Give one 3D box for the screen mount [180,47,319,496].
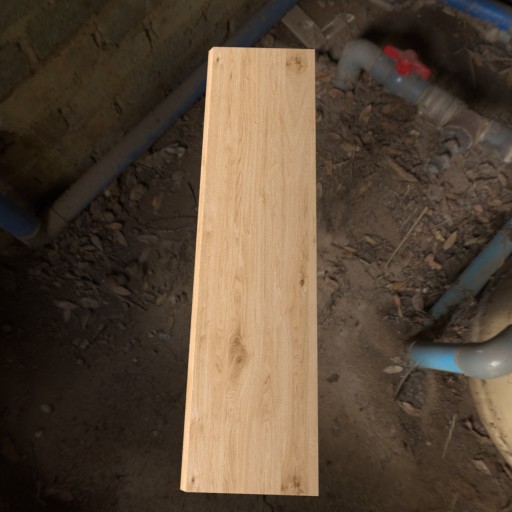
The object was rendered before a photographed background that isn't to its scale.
[{"bbox_3d":[0.000,0.000,1.854,0.450,0.430,1.700,2,75,0],"label":"screen mount"}]
